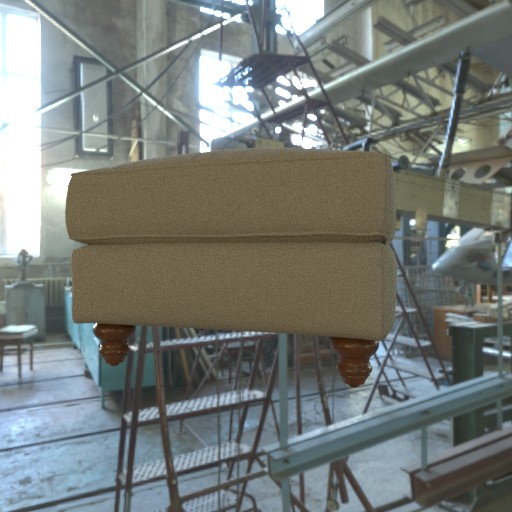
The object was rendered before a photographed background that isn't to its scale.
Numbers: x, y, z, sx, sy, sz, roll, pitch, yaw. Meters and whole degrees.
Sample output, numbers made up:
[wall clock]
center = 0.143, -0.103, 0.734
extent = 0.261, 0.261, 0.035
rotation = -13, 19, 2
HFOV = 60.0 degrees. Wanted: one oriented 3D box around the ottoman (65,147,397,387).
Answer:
[ottoman]
center = 0.000, 0.000, 1.182
extent = 0.716, 0.505, 0.662
rotation = 0, 0, 17
